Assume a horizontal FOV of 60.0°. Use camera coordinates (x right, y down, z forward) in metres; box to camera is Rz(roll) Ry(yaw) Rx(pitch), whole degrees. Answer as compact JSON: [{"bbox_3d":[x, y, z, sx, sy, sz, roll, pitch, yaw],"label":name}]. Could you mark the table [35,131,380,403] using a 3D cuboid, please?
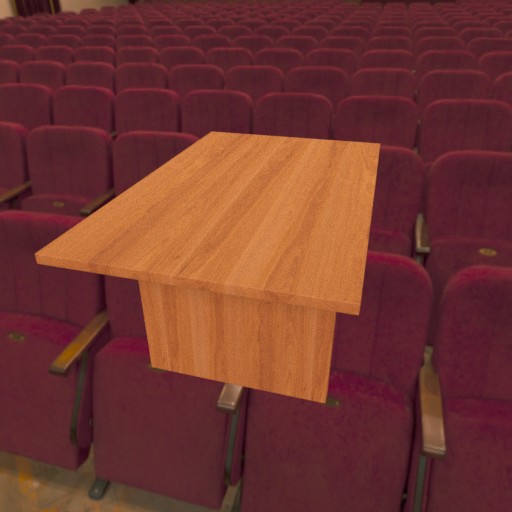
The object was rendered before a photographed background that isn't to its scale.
[{"bbox_3d":[0.000,0.000,1.473,0.700,0.510,1.100,8,31,13],"label":"table"}]
